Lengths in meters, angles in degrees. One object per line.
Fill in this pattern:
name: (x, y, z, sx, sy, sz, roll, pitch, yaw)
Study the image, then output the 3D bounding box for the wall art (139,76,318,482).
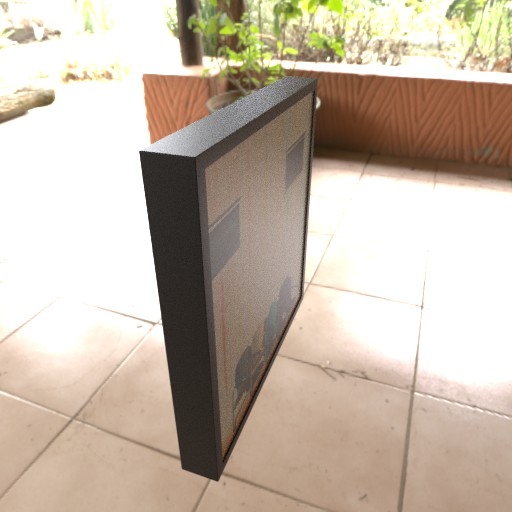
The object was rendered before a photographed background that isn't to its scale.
wall art: (0.000, 0.000, 0.456, 0.038, 0.304, 0.304, 10, 32, 17)
